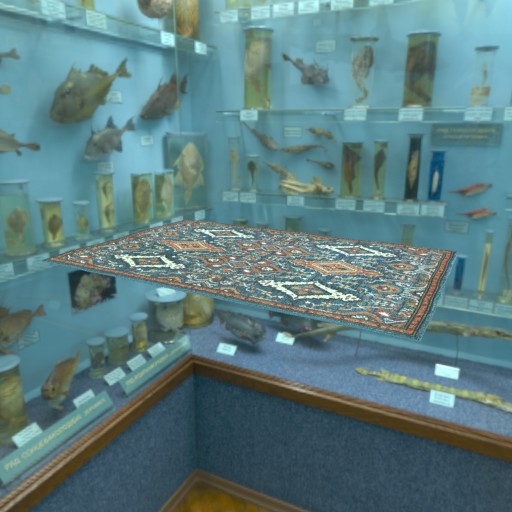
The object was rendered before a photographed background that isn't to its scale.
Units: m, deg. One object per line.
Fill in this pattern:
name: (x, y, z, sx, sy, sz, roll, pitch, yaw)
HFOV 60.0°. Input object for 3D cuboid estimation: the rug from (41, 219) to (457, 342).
rug: (0.000, 0.000, 2.319, 1.847, 0.014, 1.195, 9, 18, 27)
